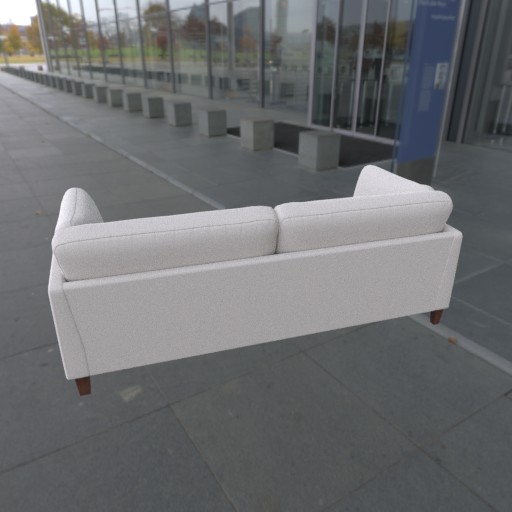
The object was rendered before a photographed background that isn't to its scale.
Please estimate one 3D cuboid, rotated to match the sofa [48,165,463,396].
[{"bbox_3d":[0.000,0.000,2.752,2.301,0.863,0.957,-8,26,-16],"label":"sofa"}]
